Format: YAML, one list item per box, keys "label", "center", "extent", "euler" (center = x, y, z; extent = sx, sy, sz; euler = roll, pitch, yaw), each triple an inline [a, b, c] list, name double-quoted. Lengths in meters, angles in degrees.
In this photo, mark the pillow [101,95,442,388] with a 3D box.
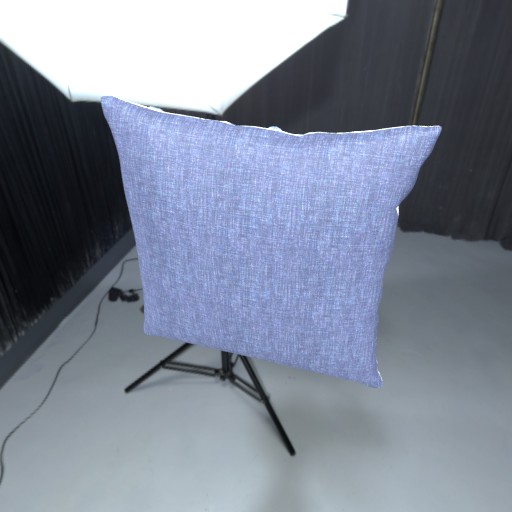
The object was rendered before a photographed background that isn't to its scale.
- label: "pillow"
  center: [0.000, 0.000, 0.775]
  extent: [0.510, 0.510, 0.145]
  euler: [10, 36, 14]
